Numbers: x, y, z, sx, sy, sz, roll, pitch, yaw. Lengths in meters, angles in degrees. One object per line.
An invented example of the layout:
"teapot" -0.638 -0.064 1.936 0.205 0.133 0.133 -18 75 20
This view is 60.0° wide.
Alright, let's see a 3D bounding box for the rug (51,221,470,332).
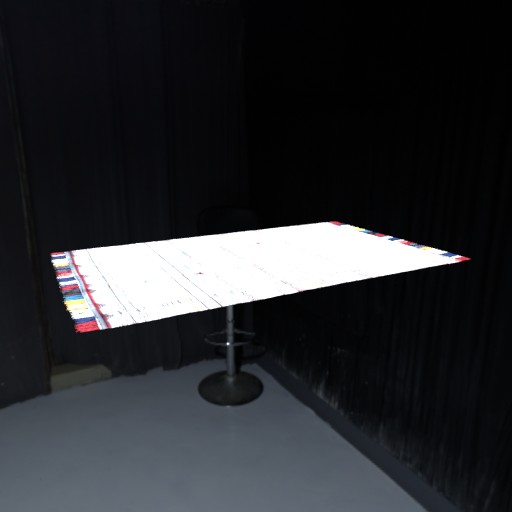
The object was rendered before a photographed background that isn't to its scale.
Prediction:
"rug" 0.000 0.000 2.985 2.465 0.012 1.465 -8 17 -27
